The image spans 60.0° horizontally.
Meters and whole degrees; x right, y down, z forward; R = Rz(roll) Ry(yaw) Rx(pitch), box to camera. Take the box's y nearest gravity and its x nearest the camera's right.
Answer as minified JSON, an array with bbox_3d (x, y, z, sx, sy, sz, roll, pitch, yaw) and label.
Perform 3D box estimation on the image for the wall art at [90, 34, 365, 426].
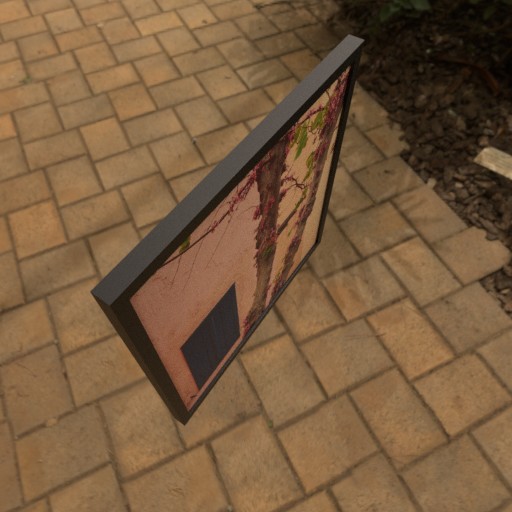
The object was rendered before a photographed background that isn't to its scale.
[{"bbox_3d":[0.000,0.000,1.102,0.038,0.762,0.762,30,62,18],"label":"wall art"}]
